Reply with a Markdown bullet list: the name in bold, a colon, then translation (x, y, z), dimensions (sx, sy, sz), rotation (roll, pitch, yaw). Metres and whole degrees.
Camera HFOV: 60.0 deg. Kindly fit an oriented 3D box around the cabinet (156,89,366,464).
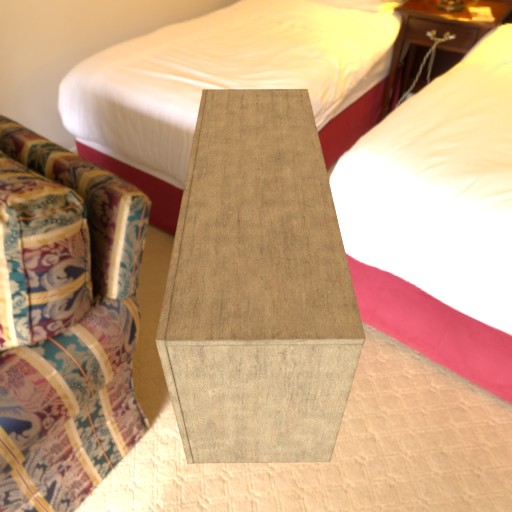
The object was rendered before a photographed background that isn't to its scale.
- **cabinet**: translation (0.000, 0.000, 1.875), dimensions (0.511, 0.825, 1.460), rotation (0, 43, 0)
